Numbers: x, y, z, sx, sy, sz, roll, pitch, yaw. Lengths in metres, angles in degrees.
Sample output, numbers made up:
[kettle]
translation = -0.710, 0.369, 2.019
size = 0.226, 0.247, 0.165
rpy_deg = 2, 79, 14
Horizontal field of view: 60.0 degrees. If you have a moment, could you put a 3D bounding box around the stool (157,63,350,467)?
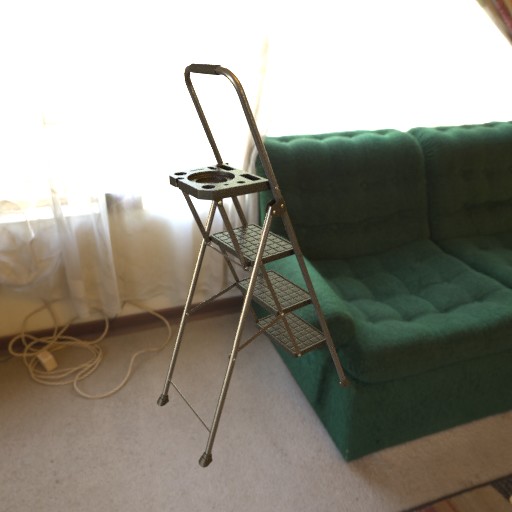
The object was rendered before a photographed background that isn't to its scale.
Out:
[stool]
translation = 0.000, 0.000, 1.594
size = 0.733, 1.277, 0.396
rpy_deg = -17, 30, -31
